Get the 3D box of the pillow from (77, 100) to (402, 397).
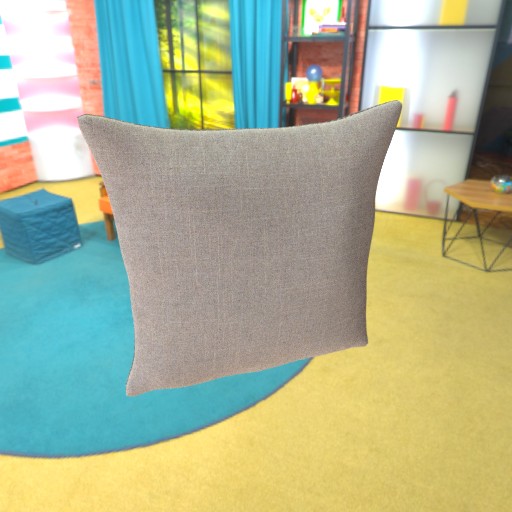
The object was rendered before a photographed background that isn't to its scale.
[{"bbox_3d":[0.000,0.000,0.667,0.435,0.432,0.138,-8,27,-16],"label":"pillow"}]
